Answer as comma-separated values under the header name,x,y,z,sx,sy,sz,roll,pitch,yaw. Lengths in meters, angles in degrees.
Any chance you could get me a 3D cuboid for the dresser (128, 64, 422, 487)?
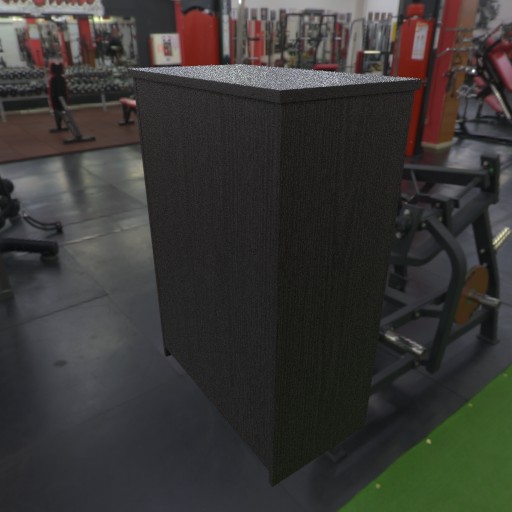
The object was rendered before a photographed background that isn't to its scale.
name,x,y,z,sx,sy,sz,roll,pitch,yaw
dresser,0.000,0.000,1.333,0.399,1.020,0.704,-17,31,-31
